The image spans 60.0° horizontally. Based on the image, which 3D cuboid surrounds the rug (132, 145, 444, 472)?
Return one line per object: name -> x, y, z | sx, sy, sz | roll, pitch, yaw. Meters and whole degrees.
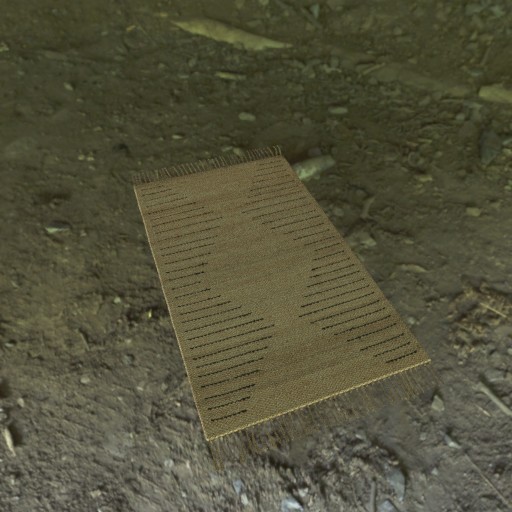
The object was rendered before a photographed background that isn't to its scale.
rug -> 0.000, 0.000, 2.070 | 0.905, 0.017, 1.718 | -15, 48, -14
